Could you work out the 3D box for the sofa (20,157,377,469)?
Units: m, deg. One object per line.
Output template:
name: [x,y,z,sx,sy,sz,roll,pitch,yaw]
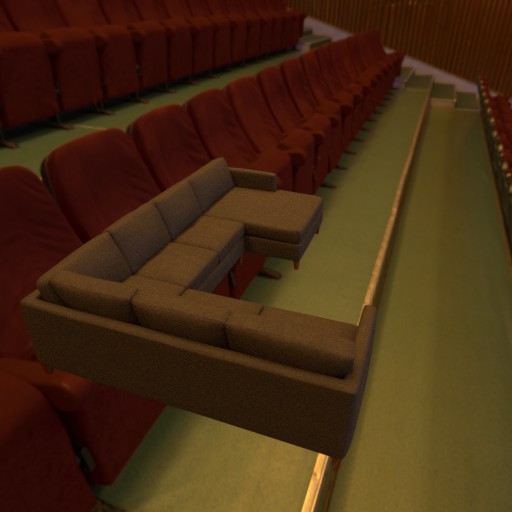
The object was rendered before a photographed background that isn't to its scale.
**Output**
sofa: [0.000,0.000,4.467,2.594,0.961,3.460,11,32,18]
